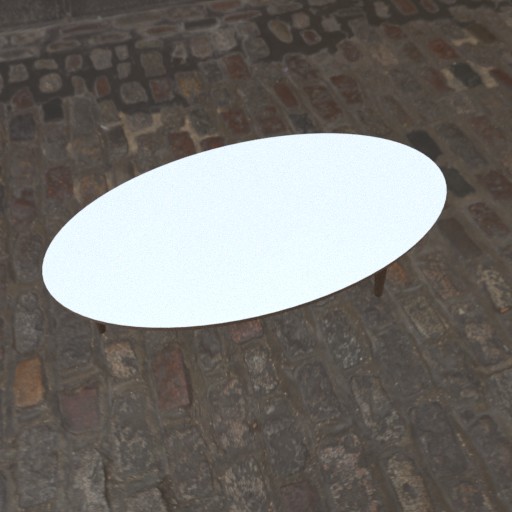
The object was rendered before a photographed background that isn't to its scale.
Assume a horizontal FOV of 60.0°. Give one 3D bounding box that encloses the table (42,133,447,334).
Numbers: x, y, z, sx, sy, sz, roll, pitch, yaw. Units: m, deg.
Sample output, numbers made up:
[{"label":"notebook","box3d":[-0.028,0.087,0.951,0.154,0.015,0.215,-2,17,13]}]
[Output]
[{"label":"table","box3d":[0.000,0.000,1.322,1.083,0.390,0.542,-16,60,-9]}]
